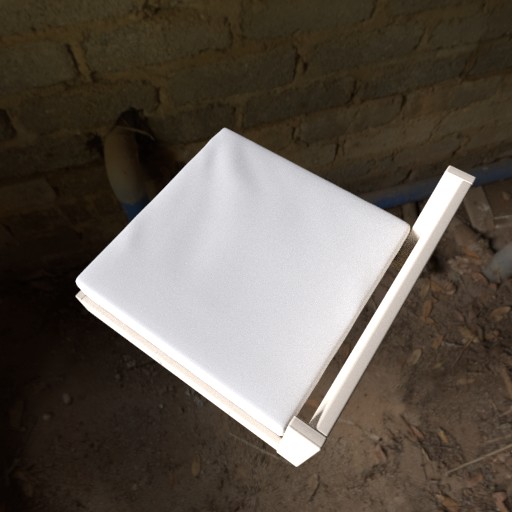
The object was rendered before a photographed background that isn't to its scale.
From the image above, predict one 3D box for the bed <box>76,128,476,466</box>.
[{"bbox_3d":[0.000,0.000,3.629,2.293,1.471,2.145,31,66,16],"label":"bed"}]
